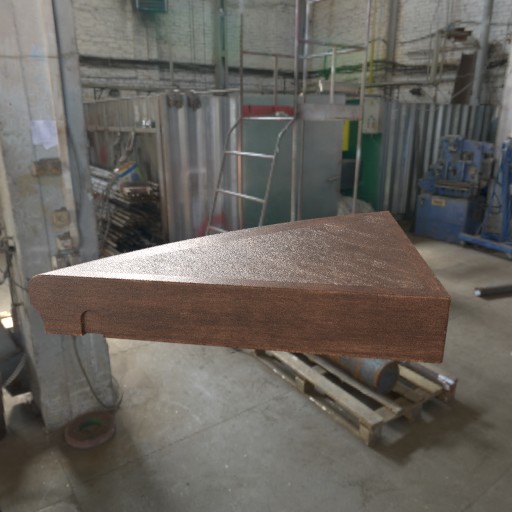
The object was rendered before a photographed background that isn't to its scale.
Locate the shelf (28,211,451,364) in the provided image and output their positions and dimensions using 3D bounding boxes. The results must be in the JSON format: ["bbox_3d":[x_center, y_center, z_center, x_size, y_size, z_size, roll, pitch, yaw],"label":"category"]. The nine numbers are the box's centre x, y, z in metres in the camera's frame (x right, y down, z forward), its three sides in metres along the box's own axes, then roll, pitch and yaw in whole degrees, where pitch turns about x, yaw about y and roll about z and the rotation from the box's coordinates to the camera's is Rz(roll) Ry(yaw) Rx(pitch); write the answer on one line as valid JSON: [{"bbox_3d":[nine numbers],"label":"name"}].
[{"bbox_3d":[0.000,0.000,0.469,0.310,0.050,0.310,3,17,8],"label":"shelf"}]
